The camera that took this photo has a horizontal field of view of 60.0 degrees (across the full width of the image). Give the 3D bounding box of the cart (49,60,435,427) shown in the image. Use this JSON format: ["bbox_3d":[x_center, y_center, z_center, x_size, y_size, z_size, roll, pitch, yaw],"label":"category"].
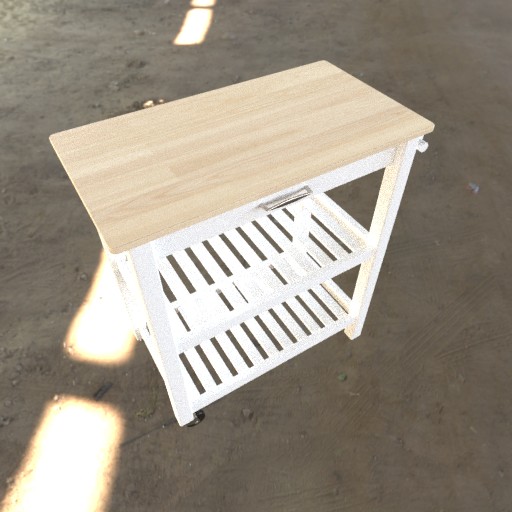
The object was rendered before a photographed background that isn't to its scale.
[{"bbox_3d":[0.000,0.000,1.432,0.899,0.927,0.457,-24,51,-21],"label":"cart"}]
